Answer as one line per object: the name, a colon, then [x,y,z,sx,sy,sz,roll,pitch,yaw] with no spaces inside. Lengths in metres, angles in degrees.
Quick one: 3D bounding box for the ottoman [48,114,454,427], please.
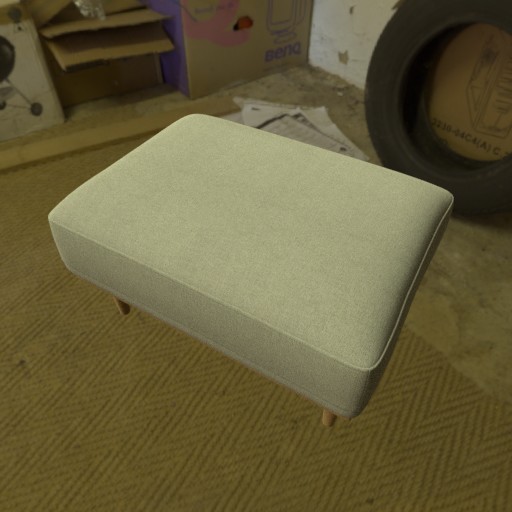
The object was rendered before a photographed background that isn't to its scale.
ottoman: [0.000,0.000,1.072,0.749,0.428,0.549,23,50,21]
